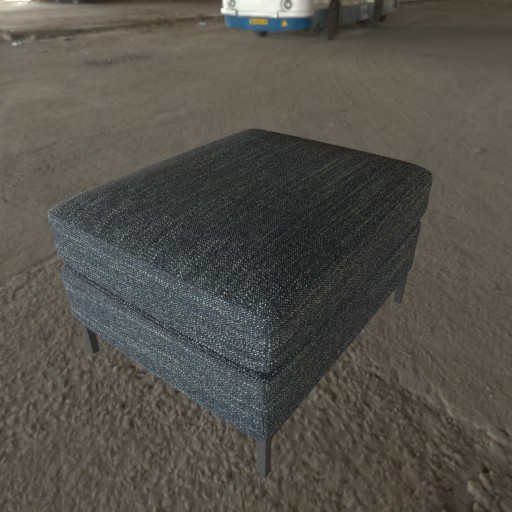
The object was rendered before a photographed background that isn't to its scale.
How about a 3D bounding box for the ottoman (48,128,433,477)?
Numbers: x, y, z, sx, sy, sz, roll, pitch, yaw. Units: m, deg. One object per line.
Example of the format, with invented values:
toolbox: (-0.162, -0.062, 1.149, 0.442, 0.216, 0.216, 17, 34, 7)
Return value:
ottoman: (0.000, 0.000, 1.225, 0.667, 0.491, 0.814, 22, 39, 31)
